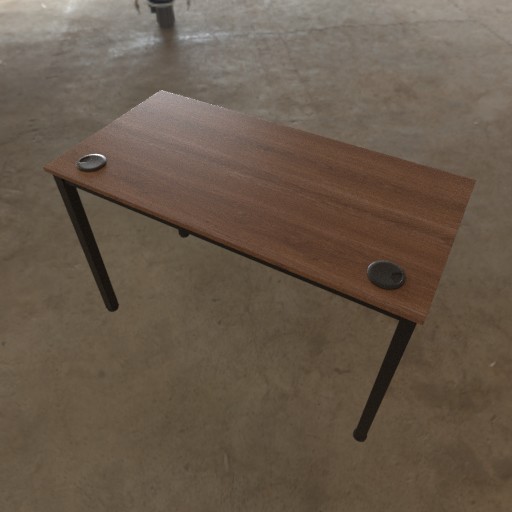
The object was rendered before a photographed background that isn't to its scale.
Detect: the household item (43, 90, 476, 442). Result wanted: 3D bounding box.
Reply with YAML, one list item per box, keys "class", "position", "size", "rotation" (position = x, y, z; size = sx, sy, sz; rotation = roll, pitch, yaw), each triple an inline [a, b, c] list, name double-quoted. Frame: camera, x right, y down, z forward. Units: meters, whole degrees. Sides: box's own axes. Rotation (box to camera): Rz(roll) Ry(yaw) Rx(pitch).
- class: "household item"
  position: [0.000, 0.000, 1.638]
  size: [1.200, 0.750, 0.600]
  rotation: [22, 50, 20]
